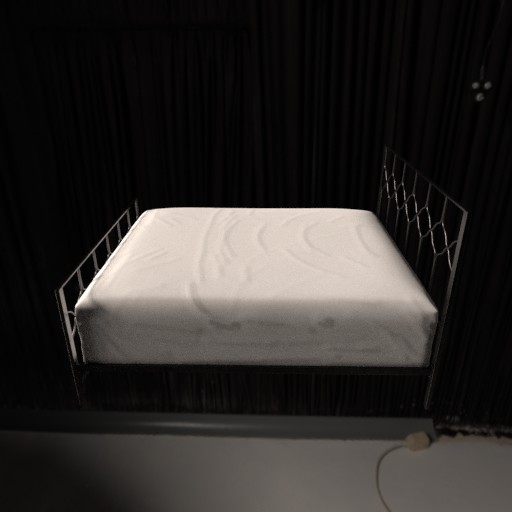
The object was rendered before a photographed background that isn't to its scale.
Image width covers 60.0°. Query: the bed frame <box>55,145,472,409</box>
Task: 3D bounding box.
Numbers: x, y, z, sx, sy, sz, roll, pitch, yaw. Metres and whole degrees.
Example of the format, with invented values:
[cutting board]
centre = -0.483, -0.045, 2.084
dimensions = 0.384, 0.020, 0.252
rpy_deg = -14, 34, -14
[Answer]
[bed frame]
centre = 0.000, 0.000, 3.081
dimensions = 2.063, 1.222, 1.597
rpy_deg = 0, 25, 1
